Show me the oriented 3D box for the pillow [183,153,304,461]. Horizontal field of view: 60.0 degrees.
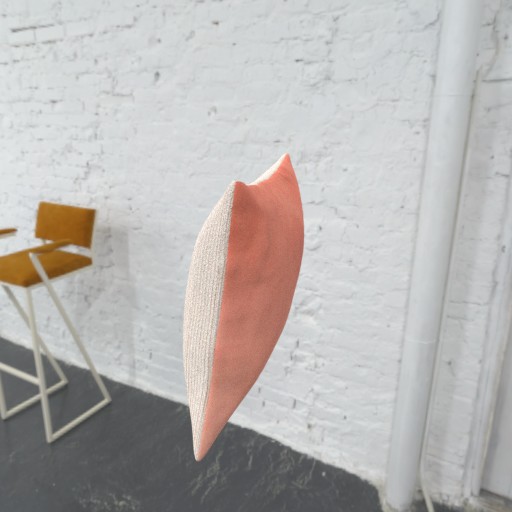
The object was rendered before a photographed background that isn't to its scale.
[{"bbox_3d":[0.000,0.000,0.733,0.155,0.307,0.608,2,16,8],"label":"pillow"}]
